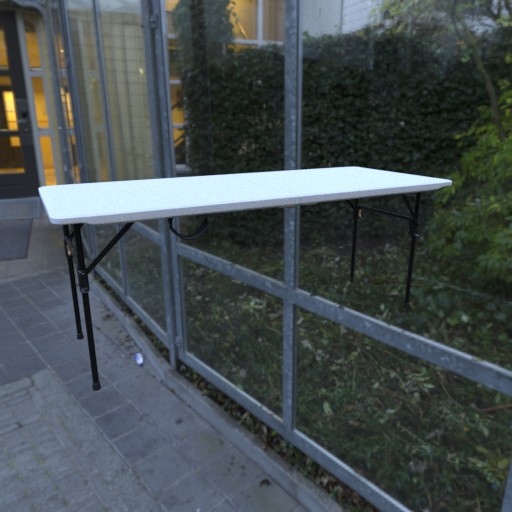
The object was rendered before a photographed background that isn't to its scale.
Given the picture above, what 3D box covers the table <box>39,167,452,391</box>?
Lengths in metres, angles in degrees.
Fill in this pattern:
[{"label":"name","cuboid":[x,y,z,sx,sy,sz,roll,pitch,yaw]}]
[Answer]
[{"label":"table","cuboid":[0.000,0.000,2.197,1.829,0.719,0.761,-9,19,-27]}]
